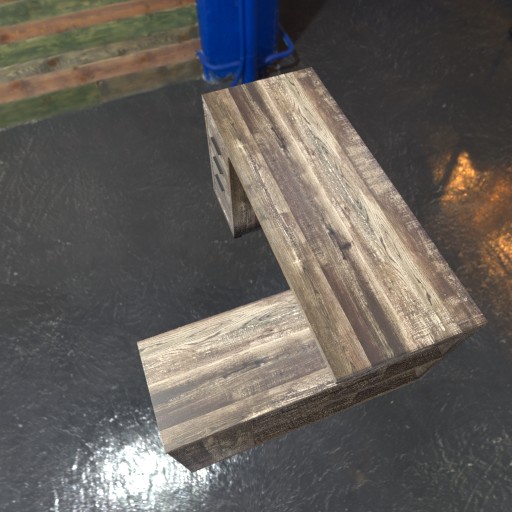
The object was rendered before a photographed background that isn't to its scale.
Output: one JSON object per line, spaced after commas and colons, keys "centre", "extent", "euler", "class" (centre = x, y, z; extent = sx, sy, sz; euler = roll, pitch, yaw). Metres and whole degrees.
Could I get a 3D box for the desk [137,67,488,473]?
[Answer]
{"centre": [0.000, 0.000, 2.166], "extent": [1.200, 0.753, 1.524], "euler": [-18, 61, -10], "class": "desk"}
